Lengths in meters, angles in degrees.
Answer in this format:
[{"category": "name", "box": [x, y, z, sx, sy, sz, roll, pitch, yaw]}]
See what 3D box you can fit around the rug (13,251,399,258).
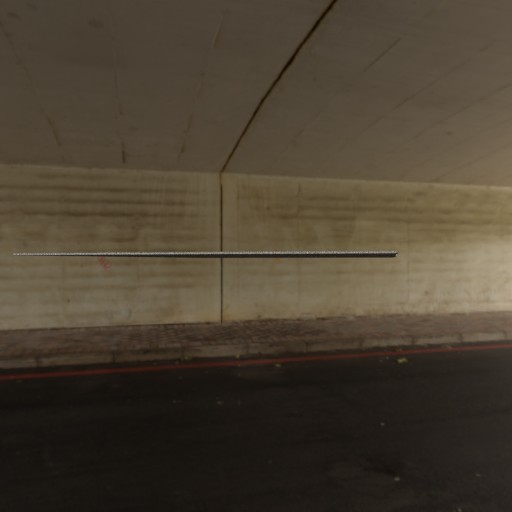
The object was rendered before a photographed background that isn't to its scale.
[{"category": "rug", "box": [0.000, 0.000, 4.039, 2.447, 0.014, 3.061, 0, -1, 17]}]
